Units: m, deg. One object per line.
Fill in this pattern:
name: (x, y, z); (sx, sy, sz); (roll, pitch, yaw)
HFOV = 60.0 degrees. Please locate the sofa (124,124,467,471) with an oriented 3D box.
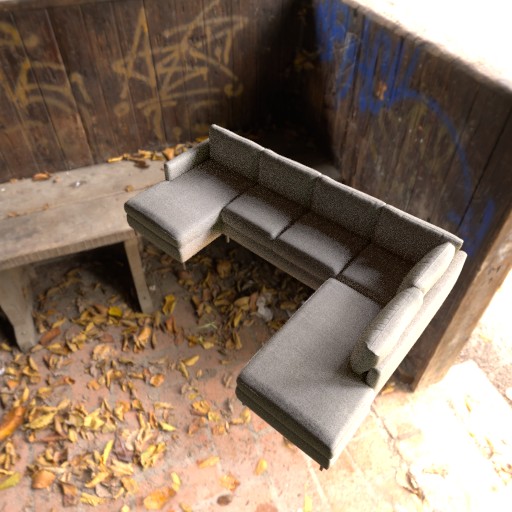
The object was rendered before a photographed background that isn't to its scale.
sofa: (0.000, 0.000, 3.627); (2.737, 0.756, 1.879); (32, 54, 27)
